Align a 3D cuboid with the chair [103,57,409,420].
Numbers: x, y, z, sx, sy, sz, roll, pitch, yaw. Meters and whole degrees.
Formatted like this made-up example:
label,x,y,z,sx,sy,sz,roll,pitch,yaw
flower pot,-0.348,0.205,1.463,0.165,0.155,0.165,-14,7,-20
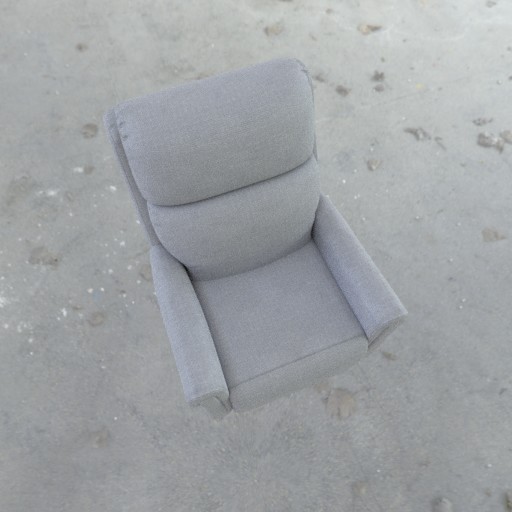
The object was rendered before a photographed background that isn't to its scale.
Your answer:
label,x,y,z,sx,sy,sz,roll,pitch,yaw
chair,0.000,0.000,1.755,0.838,1.054,1.014,-19,65,-10
